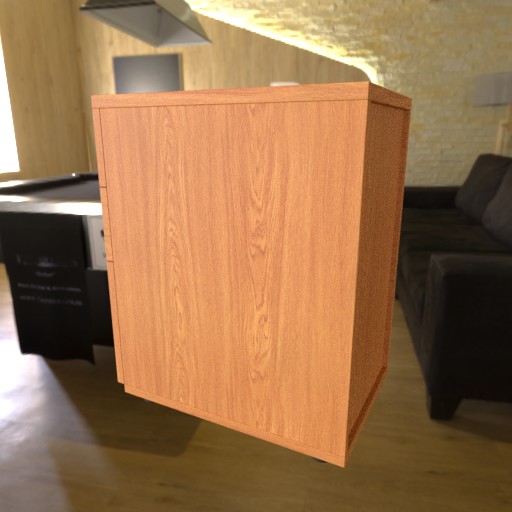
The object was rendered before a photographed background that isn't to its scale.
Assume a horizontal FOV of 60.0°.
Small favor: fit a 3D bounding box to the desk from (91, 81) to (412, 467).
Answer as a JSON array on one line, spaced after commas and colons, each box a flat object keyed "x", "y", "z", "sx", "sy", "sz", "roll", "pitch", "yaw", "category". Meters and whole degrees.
[{"x": 0.000, "y": 0.000, "z": 1.079, "sx": 0.600, "sy": 0.730, "sz": 0.404, "roll": 8, "pitch": 17, "yaw": 26, "category": "desk"}]
